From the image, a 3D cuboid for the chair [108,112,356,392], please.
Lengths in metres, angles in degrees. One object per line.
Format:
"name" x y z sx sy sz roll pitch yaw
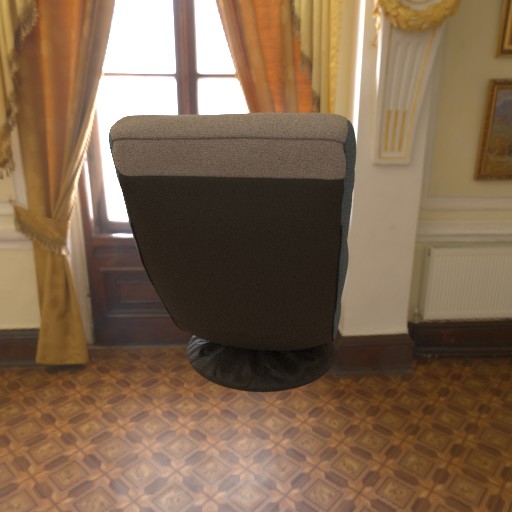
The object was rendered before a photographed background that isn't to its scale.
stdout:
"chair" 0.000 0.000 1.061 0.420 0.641 0.661 3 17 9
